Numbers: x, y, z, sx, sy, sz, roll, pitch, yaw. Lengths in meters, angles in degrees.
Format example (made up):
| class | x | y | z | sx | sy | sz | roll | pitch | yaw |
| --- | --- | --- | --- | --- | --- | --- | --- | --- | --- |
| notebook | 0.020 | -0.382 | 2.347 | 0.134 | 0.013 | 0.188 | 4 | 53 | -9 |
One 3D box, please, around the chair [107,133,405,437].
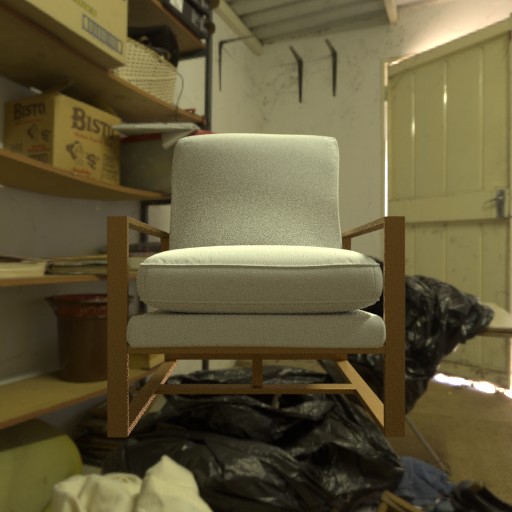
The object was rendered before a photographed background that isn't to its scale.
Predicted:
| class | x | y | z | sx | sy | sz | roll | pitch | yaw |
| --- | --- | --- | --- | --- | --- | --- | --- | --- | --- |
| chair | 0.000 | 0.000 | 1.553 | 0.805 | 0.966 | 0.813 | 0 | 1 | 0 |
